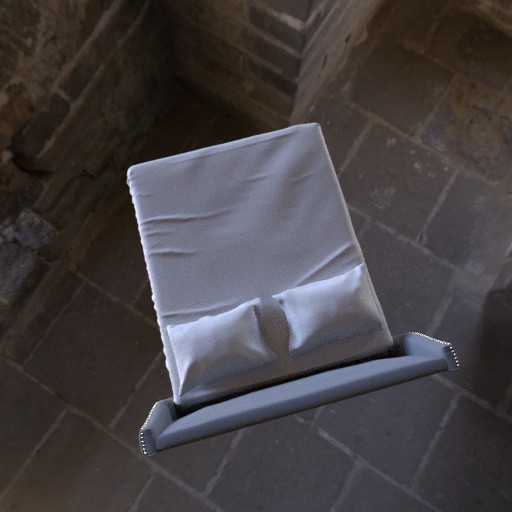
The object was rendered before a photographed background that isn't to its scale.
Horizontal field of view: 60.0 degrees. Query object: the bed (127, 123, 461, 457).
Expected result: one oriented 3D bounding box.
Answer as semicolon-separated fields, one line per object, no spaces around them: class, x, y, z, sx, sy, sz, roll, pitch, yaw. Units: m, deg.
bed;0.000;0.000;3.425;1.925;1.332;2.276;-14;76;-4
